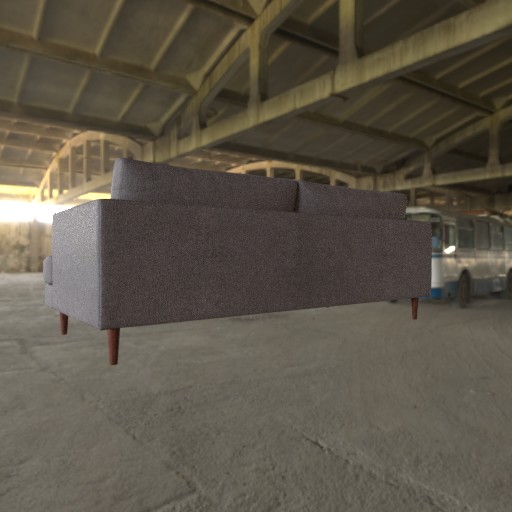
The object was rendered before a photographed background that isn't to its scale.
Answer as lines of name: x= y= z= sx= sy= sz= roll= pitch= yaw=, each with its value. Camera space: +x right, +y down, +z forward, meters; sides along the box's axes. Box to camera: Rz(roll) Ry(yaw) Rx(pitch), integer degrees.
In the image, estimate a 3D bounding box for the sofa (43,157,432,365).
sofa: x=0.000 y=0.000 z=2.754 sx=2.250 sy=0.868 sz=1.020 roll=0 pitch=1 yaw=-36
